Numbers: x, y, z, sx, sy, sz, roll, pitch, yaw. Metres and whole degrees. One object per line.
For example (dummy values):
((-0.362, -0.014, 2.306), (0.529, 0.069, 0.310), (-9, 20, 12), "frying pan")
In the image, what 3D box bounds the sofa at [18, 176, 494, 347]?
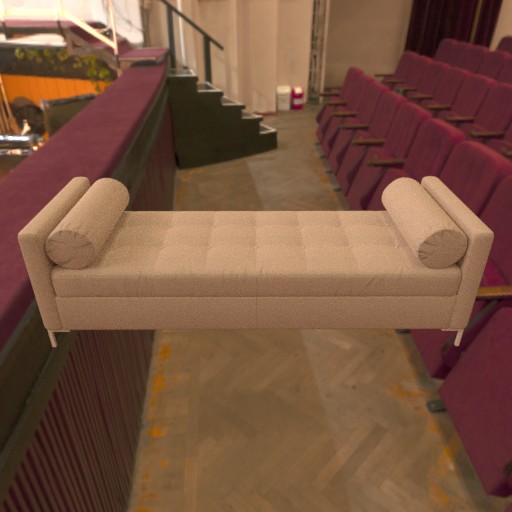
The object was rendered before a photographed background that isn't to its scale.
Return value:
((0.000, 0.000, 2.268), (1.981, 0.635, 0.686), (0, 30, 0), "sofa")
